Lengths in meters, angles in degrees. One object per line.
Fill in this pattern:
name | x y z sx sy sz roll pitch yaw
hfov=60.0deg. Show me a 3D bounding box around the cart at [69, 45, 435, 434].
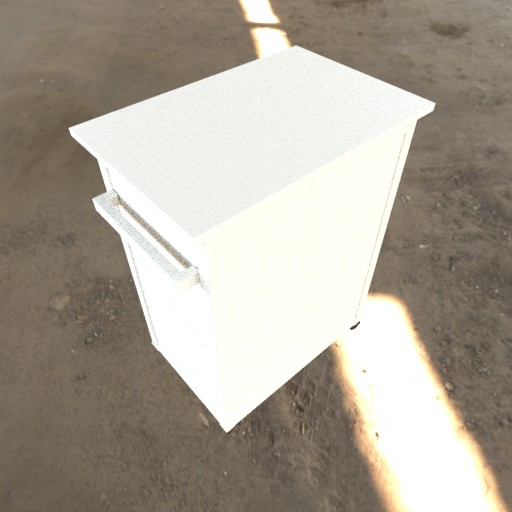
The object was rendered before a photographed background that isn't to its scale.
cart | 0.000 0.000 1.263 0.683 0.864 0.442 -32 54 -27
